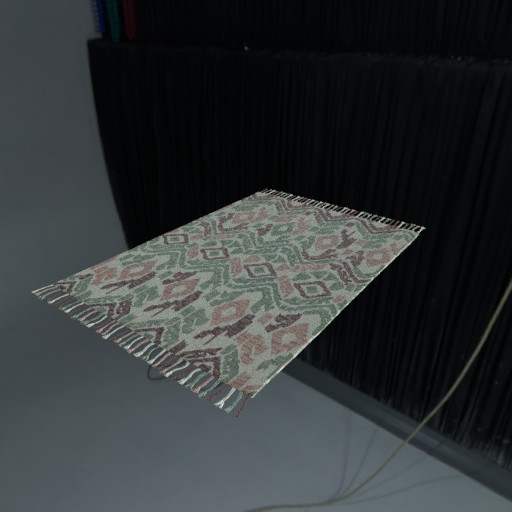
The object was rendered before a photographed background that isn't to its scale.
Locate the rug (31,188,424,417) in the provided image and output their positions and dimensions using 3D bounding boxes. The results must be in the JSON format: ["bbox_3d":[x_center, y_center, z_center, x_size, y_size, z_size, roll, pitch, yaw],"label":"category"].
[{"bbox_3d":[0.000,0.000,2.348,1.219,0.010,1.829,19,33,32],"label":"rug"}]
